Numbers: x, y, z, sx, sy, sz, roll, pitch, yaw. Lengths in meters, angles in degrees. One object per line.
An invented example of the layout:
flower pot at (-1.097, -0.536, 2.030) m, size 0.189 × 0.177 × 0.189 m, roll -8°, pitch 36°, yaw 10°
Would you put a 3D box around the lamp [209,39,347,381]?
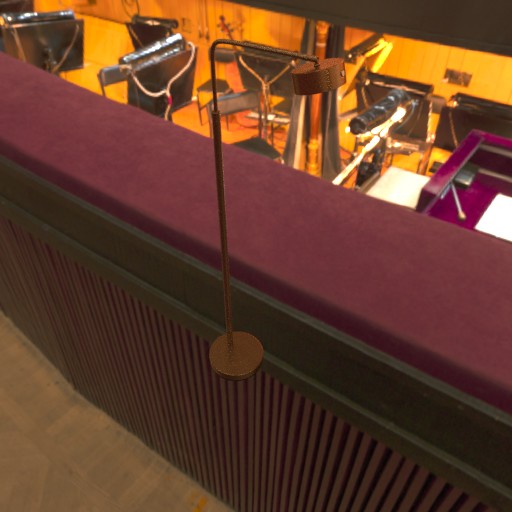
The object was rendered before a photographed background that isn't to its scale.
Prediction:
lamp at (0.000, 0.000, 1.393) m, size 0.418 × 1.230 × 0.219 m, roll 25°, pitch 47°, yaw 26°
